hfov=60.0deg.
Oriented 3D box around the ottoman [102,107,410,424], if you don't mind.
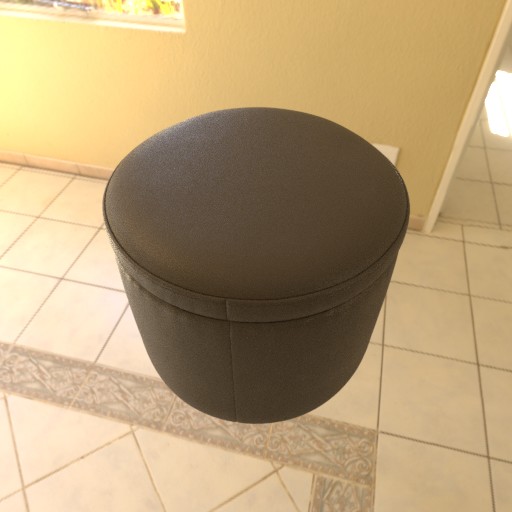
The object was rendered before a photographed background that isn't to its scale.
[{"bbox_3d":[0.000,0.000,0.854,0.500,0.409,0.500,0,46,0],"label":"ottoman"}]
